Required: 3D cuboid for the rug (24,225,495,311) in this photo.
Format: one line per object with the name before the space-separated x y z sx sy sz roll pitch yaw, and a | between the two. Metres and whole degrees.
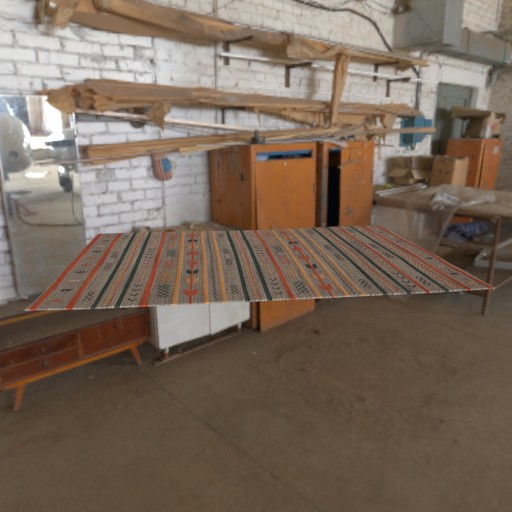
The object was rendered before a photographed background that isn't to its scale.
rug | 0.000 0.000 2.284 1.835 0.017 1.220 -2 16 -7
